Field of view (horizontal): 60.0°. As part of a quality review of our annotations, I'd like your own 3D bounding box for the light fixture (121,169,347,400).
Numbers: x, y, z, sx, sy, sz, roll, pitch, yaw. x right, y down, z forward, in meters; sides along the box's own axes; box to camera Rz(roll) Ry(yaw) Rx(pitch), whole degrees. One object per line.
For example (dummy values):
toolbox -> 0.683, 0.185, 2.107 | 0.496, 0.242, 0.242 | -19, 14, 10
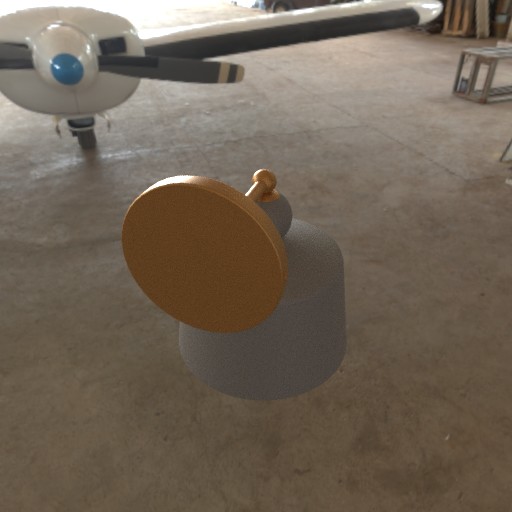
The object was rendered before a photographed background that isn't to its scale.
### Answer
light fixture -> 0.000, 0.000, 0.454 | 0.204, 0.268, 0.254 | 11, 35, 16
